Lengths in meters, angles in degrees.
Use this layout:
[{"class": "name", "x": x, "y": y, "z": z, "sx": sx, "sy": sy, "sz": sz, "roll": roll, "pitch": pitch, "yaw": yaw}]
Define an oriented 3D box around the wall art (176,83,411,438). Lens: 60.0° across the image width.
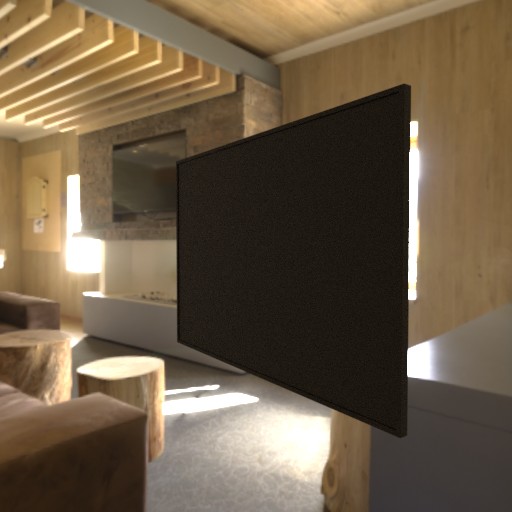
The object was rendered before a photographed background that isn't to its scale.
[{"class": "wall art", "x": 0.000, "y": 0.000, "z": 1.497, "sx": 0.028, "sy": 0.805, "sz": 1.190, "roll": -1, "pitch": 2, "yaw": -35}]
